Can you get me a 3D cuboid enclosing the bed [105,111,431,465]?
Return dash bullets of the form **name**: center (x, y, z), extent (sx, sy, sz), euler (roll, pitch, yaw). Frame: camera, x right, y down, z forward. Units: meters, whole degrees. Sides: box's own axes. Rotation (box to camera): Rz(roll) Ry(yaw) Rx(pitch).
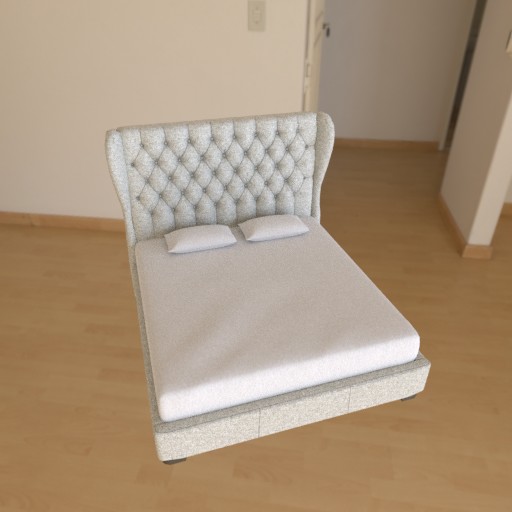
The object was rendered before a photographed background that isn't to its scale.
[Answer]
- **bed**: center (0.000, 0.000, 3.829), extent (2.219, 1.771, 2.347), euler (-9, 34, -14)
